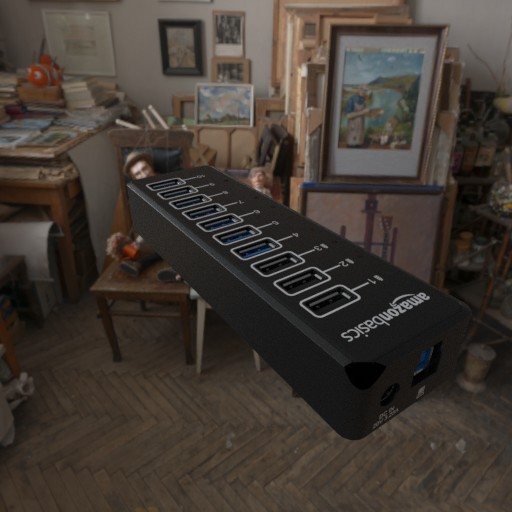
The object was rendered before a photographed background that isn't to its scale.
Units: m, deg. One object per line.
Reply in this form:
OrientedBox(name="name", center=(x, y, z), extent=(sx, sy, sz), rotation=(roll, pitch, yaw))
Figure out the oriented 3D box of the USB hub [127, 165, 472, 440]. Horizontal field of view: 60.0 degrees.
OrientedBox(name="USB hub", center=(0.000, 0.000, 0.164), extent=(0.044, 0.023, 0.145), rotation=(-19, 35, -29))
